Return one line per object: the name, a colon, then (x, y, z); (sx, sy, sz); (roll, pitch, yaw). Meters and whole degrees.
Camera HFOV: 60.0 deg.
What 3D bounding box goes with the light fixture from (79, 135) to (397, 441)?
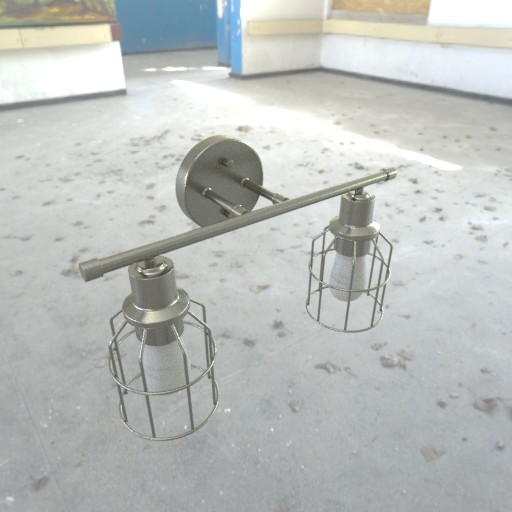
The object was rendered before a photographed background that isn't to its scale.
light fixture: (0.000, 0.000, 0.533); (0.406, 0.254, 0.165); (-21, 37, -31)
